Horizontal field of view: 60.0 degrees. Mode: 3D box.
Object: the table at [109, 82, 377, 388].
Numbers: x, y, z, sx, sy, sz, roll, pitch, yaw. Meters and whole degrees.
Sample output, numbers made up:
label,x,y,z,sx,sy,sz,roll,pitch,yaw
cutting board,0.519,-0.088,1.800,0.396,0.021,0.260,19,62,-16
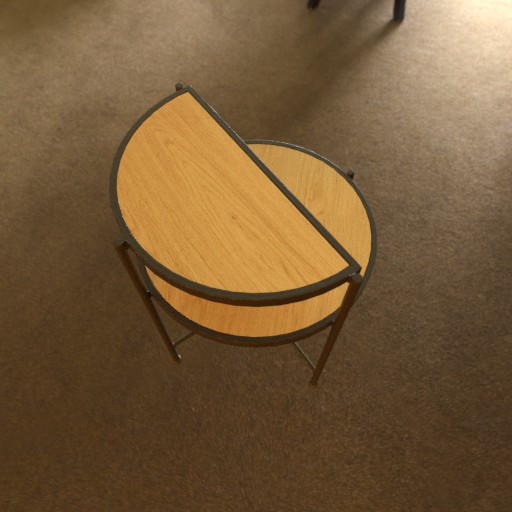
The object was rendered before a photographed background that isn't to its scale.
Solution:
label,x,y,z,sx,sy,sz,roll,pitch,yaw
table,0.000,0.000,1.168,0.628,0.684,0.629,-31,64,-17
